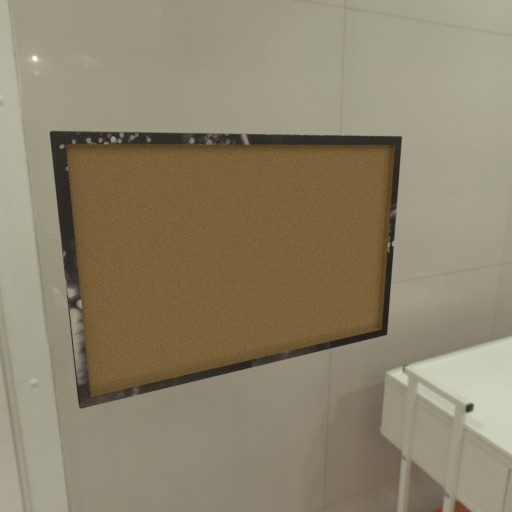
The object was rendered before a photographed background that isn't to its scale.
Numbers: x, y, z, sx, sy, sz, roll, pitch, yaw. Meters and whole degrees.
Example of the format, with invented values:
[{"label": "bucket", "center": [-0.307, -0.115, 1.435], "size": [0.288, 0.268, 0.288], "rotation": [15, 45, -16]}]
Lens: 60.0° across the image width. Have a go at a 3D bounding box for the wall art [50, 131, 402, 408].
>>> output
[{"label": "wall art", "center": [0.000, 0.000, 1.150], "size": [0.914, 0.609, 0.038], "rotation": [-7, 15, -26]}]
